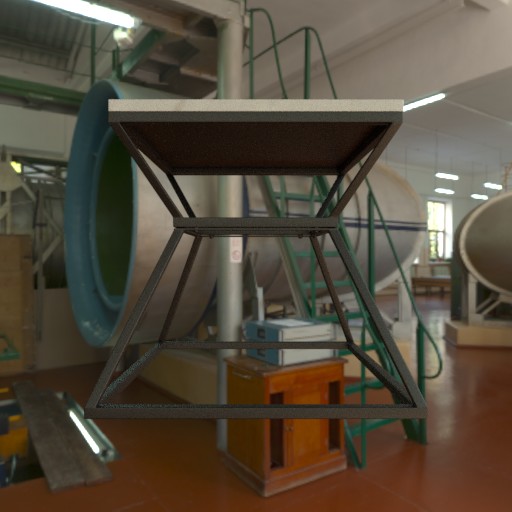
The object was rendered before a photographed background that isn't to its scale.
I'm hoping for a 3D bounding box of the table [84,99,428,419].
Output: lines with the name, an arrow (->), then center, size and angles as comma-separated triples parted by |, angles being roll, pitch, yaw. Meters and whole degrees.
table -> 0.000, 0.000, 0.811 | 0.455, 0.431, 0.455 | 0, 0, 0
